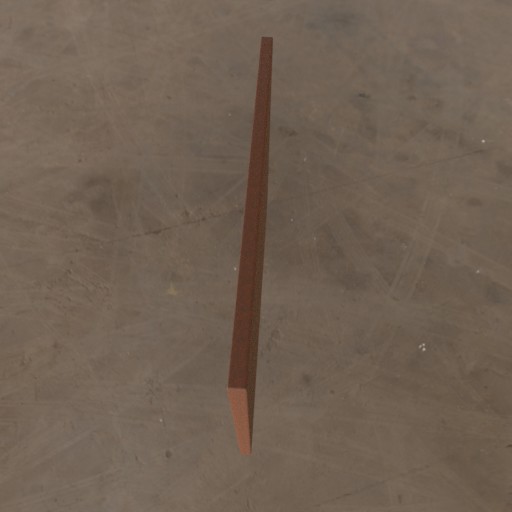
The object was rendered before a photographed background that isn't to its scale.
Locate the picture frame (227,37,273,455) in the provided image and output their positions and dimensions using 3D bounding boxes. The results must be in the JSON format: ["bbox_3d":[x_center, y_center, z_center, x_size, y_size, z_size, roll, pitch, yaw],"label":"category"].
[{"bbox_3d":[0.000,0.000,1.769,0.045,1.018,1.329,3,58,2],"label":"picture frame"}]
